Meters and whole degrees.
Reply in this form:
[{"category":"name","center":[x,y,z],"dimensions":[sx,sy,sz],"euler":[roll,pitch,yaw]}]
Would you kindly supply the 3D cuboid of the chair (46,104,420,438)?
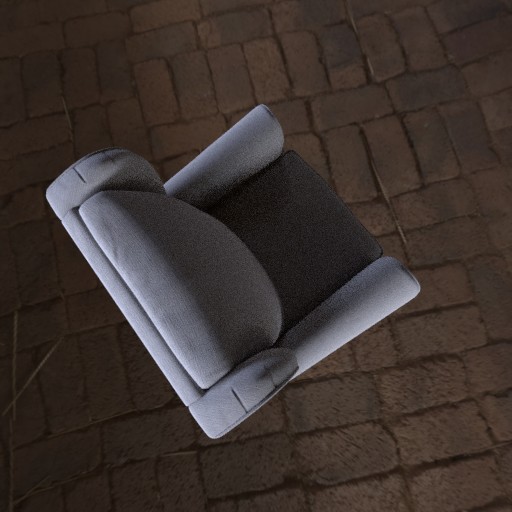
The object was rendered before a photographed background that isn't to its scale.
[{"category":"chair","center":[0.000,0.000,1.602],"dimensions":[0.854,0.966,0.906],"euler":[-36,78,-9]}]
